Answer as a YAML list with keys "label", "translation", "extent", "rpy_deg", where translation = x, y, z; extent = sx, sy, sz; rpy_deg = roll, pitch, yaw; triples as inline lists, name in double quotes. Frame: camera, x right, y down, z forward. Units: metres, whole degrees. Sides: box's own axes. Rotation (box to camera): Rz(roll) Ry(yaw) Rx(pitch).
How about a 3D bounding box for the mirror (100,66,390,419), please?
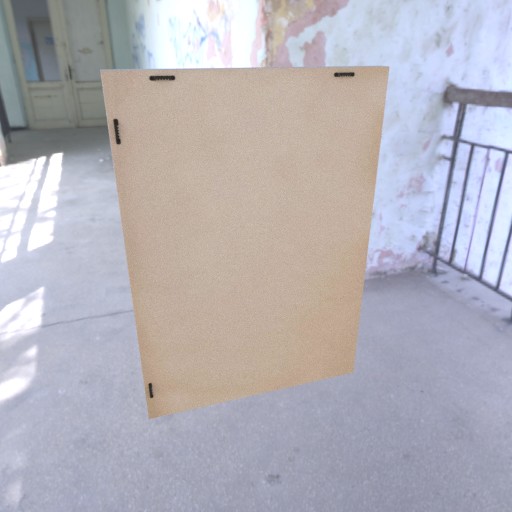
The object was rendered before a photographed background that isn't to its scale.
- label: "mirror"
  translation: [0.000, 0.000, 0.909]
  extent: [0.507, 0.710, 0.039]
  rpy_deg: [-8, 26, -16]
